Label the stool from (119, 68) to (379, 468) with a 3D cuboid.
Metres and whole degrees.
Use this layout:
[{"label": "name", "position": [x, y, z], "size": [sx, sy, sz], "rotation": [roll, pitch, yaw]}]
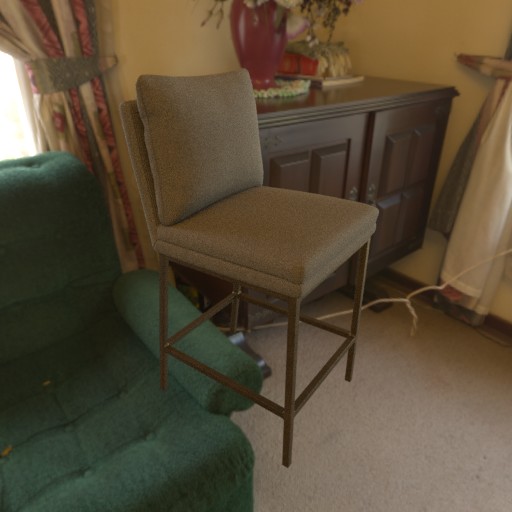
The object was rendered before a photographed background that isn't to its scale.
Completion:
[{"label": "stool", "position": [0.000, 0.000, 1.339], "size": [0.569, 1.030, 0.463], "rotation": [18, 32, 31]}]
